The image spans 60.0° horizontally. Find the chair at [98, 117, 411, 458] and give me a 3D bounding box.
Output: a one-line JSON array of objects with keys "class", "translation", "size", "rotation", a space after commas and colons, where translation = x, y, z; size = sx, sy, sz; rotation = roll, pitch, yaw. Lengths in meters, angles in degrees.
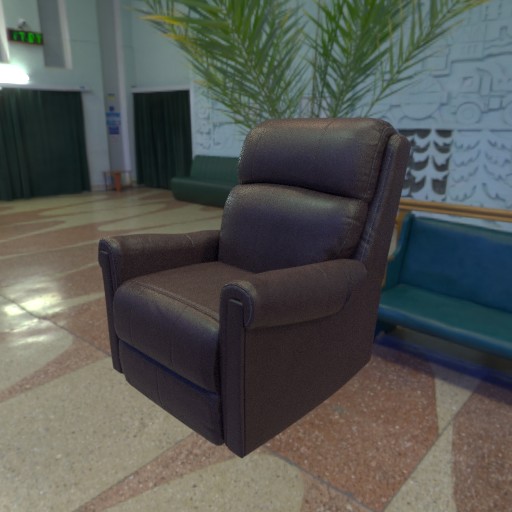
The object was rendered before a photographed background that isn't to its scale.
[{"class": "chair", "translation": [0.000, 0.000, 1.757], "size": [0.838, 1.054, 1.014], "rotation": [15, 22, 41]}]
